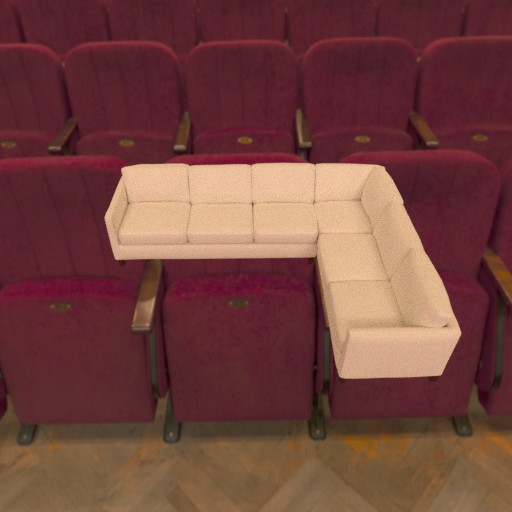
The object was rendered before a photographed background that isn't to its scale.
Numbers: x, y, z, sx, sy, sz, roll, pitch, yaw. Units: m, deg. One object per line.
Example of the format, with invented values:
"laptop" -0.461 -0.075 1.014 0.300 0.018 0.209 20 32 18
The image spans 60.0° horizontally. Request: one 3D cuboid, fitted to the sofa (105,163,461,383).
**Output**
"sofa" 0.000 0.000 4.646 3.302 0.947 2.593 -1 41 -1
